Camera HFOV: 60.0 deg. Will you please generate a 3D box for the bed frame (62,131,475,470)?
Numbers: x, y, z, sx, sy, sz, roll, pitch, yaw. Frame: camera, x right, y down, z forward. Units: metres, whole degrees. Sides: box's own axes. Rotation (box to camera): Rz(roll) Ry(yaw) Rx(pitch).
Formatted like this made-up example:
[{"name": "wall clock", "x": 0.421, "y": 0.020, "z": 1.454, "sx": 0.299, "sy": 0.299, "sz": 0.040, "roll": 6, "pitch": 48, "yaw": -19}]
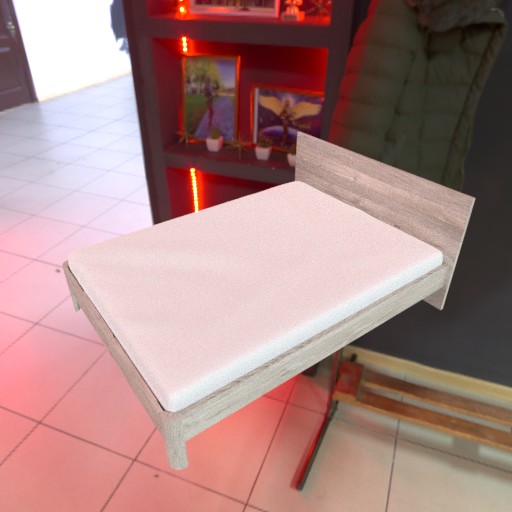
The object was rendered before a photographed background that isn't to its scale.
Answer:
[{"name": "bed frame", "x": 0.000, "y": 0.000, "z": 2.714, "sx": 1.950, "sy": 0.800, "sz": 1.490, "roll": -22, "pitch": 39, "yaw": -30}]
